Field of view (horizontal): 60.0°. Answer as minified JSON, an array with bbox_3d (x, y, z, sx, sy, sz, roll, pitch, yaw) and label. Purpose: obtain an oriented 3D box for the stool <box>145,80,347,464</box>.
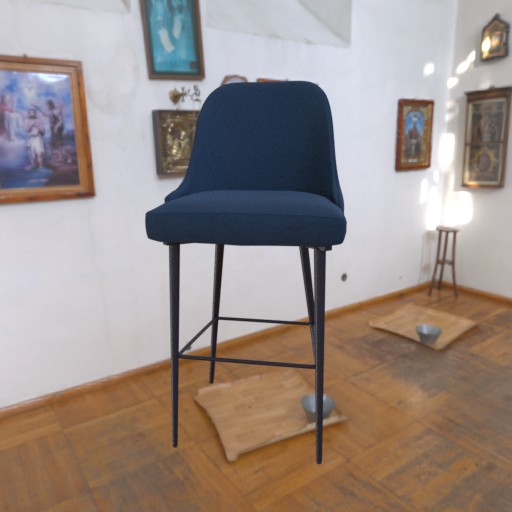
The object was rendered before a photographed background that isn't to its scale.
[{"bbox_3d":[0.000,0.000,1.360,0.527,1.079,0.489,2,13,10],"label":"stool"}]
